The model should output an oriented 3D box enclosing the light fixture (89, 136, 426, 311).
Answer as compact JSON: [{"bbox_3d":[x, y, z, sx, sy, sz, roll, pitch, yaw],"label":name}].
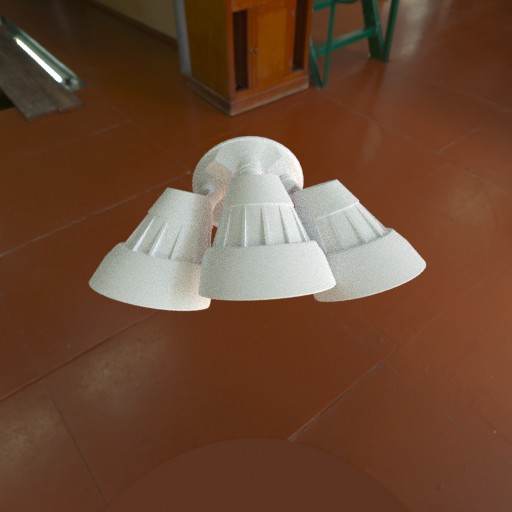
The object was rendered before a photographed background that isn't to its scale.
[{"bbox_3d":[0.000,0.000,0.549,0.369,0.237,0.278,-3,46,-3],"label":"light fixture"}]
